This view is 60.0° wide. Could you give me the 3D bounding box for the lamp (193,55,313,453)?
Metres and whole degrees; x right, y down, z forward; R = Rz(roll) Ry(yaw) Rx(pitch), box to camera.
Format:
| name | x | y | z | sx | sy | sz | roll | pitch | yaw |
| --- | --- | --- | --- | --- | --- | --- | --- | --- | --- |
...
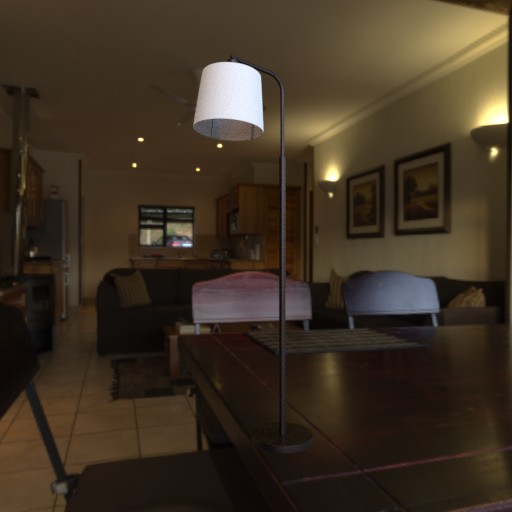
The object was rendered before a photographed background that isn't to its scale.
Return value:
| name | x | y | z | sx | sy | sz | roll | pitch | yaw |
| --- | --- | --- | --- | --- | --- | --- | --- | --- | --- |
| lamp | 0.000 | 0.000 | 1.701 | 0.508 | 1.478 | 0.254 | 0 | 0 | -36 |
